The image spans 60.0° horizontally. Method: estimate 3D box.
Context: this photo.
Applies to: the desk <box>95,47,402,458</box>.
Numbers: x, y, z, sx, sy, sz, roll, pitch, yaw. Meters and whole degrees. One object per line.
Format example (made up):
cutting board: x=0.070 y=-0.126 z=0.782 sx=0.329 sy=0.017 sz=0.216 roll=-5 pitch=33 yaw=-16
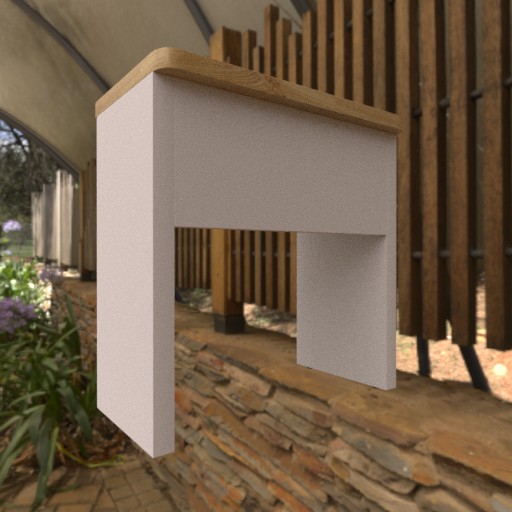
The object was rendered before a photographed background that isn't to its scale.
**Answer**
desk: x=0.000 y=0.000 z=1.223 sx=0.760 sy=0.790 sz=0.440 roll=0 pitch=0 yaw=-37
